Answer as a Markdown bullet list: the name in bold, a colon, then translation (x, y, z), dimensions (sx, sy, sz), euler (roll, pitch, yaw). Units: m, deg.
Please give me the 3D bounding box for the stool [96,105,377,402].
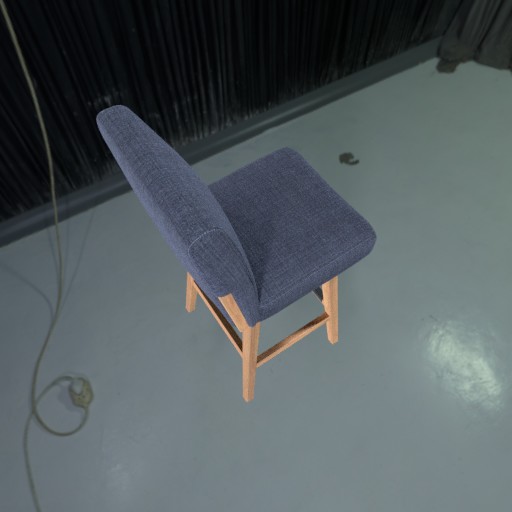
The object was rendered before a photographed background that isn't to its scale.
- **stool**: translation (0.000, 0.000, 1.391), dimensions (0.570, 1.112, 0.483), euler (-30, 62, -17)
